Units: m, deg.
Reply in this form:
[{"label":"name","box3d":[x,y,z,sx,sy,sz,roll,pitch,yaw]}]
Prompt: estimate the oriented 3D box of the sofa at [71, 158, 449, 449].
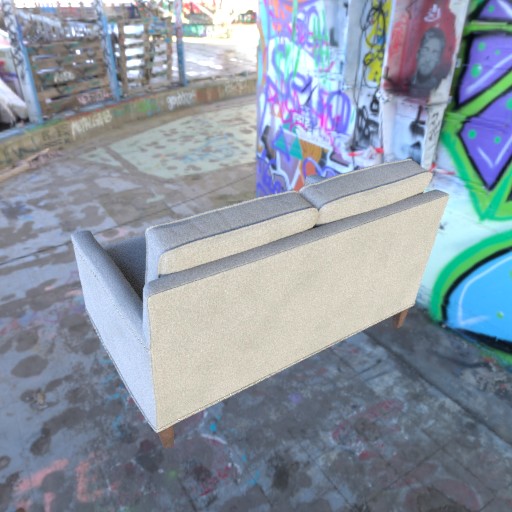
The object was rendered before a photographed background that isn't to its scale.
[{"label":"sofa","box3d":[0.000,0.000,2.286,1.597,1.003,1.084,-18,35,-28]}]
